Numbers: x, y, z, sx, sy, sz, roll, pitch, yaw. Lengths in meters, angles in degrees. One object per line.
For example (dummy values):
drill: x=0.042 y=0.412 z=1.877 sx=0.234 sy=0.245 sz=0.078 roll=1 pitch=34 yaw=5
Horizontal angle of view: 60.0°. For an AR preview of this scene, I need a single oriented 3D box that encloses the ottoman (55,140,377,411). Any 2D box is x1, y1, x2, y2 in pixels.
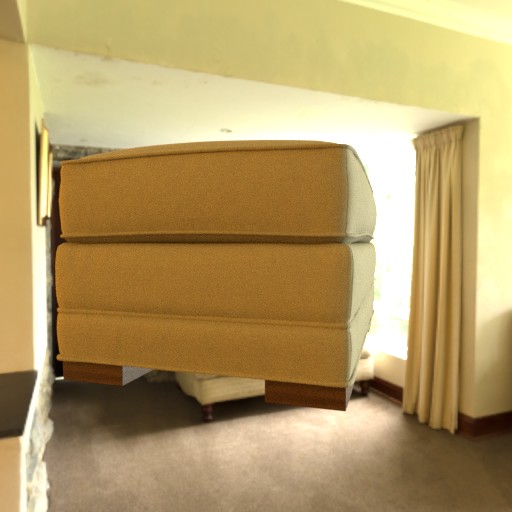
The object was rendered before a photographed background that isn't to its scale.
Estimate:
ottoman: x=0.000 y=0.000 z=1.185 sx=0.611 sy=0.482 sz=0.848 roll=1 pitch=2 yaw=17
